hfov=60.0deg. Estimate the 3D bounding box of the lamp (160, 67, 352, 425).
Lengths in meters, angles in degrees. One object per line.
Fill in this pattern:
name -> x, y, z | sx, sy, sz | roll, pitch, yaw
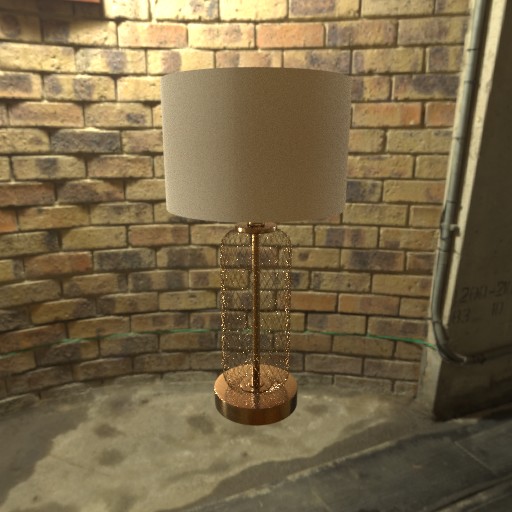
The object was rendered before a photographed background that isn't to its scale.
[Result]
lamp -> 0.000, 0.000, 0.655 | 0.252, 0.483, 0.252 | 8, 17, 27
